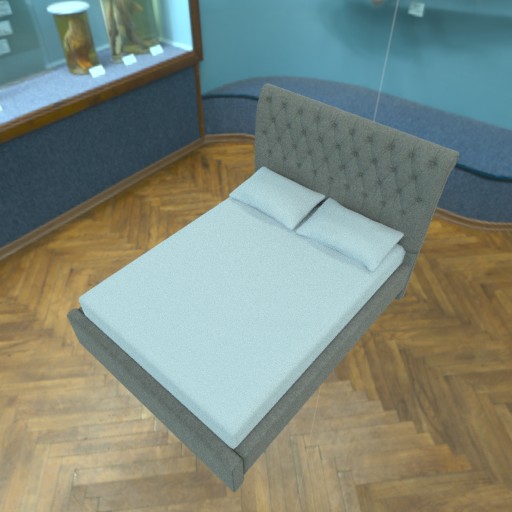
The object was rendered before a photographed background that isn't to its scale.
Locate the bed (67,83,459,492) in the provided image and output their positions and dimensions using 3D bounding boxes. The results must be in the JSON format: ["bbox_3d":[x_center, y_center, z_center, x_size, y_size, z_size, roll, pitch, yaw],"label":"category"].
[{"bbox_3d":[0.000,0.000,3.177,1.645,1.371,2.252,31,52,28],"label":"bed"}]
